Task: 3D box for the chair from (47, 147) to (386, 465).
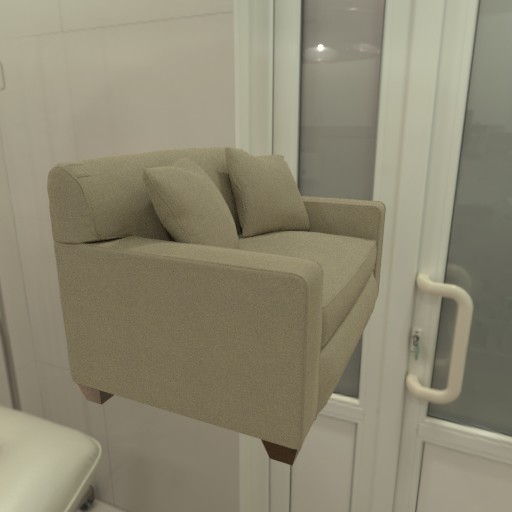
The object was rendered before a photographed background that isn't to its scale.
[{"bbox_3d":[0.000,0.000,2.026,1.000,0.948,1.383,7,18,23],"label":"chair"}]
